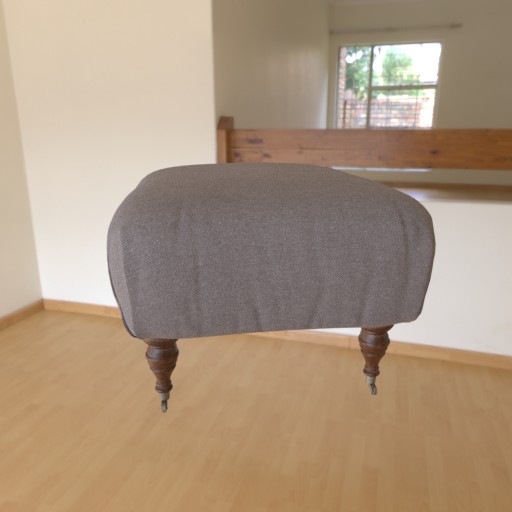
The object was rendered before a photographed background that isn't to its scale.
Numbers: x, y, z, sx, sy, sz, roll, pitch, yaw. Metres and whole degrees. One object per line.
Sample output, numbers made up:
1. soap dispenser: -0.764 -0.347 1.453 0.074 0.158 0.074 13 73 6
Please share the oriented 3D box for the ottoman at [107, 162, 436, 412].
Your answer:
1. ottoman: 0.000 0.000 1.138 0.622 0.450 0.747 -2 16 -8
